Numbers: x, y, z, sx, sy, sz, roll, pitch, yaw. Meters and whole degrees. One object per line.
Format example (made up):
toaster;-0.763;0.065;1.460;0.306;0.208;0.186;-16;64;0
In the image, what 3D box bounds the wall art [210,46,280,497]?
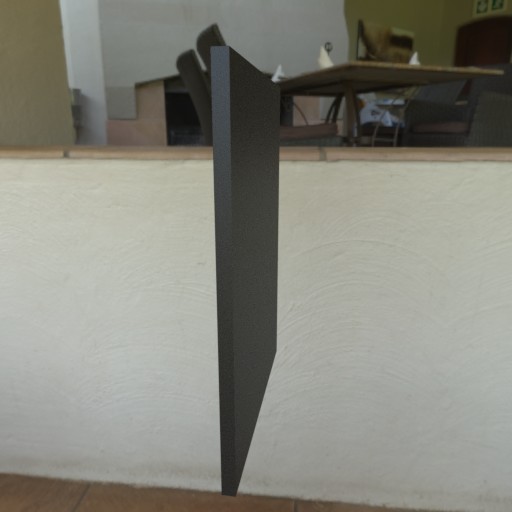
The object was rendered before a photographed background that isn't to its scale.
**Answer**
wall art;0.000;0.000;1.382;0.038;1.062;0.806;3;16;10
